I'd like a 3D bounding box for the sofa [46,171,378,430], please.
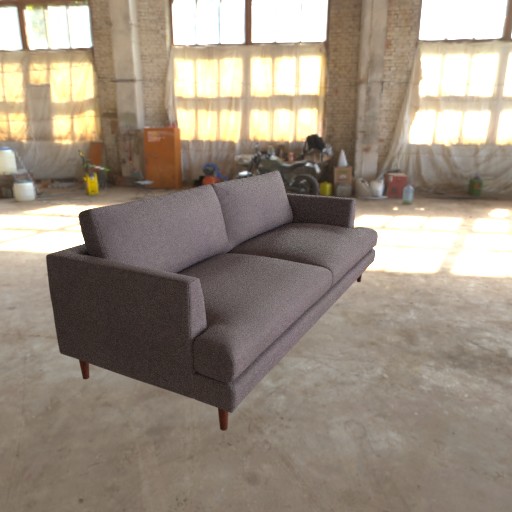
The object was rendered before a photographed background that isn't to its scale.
[{"bbox_3d":[0.000,0.000,2.805,1.020,0.868,2.250,9,19,27],"label":"sofa"}]
